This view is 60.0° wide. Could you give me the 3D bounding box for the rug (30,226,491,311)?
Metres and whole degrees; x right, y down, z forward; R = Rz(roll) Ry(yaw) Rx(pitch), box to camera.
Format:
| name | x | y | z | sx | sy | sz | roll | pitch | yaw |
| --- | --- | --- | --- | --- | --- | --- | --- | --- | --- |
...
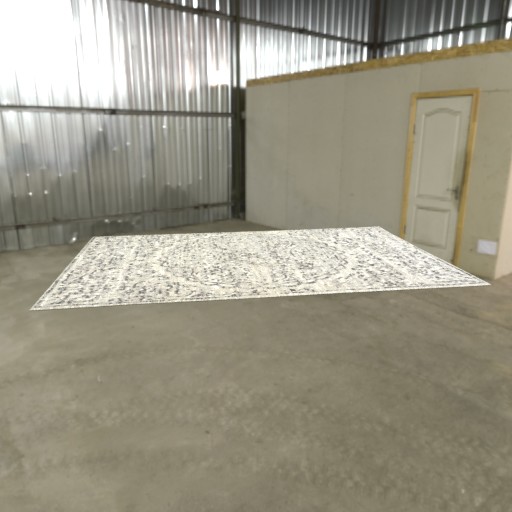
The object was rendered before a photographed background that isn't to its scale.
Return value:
| name | x | y | z | sx | sy | sz | roll | pitch | yaw |
| --- | --- | --- | --- | --- | --- | --- | --- | --- | --- |
| rug | 0.000 | 0.000 | 3.046 | 2.447 | 0.021 | 1.527 | -2 | 16 | -8 |
